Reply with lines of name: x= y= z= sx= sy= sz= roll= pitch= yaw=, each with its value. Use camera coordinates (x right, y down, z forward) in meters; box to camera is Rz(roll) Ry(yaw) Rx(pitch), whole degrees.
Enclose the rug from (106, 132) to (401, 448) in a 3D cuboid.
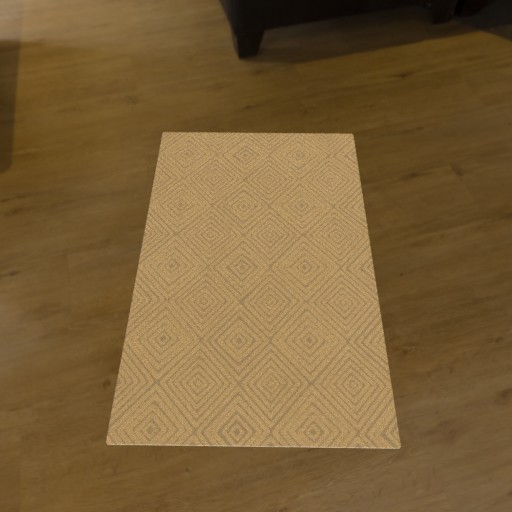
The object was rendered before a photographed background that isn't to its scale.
rug: x=0.000 y=0.000 z=2.191 sx=1.143 sy=0.008 sz=1.753 roll=1 pitch=57 yaw=0
